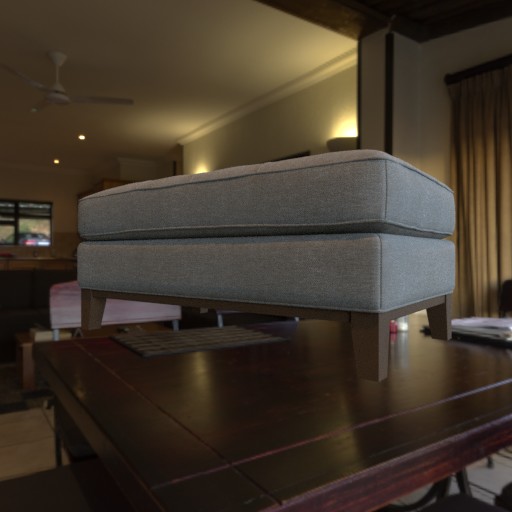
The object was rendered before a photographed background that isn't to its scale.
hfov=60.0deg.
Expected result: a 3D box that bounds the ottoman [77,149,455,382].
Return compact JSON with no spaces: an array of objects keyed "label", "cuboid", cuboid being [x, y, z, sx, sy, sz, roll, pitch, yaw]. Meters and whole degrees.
[{"label":"ottoman","cuboid":[0.000,0.000,1.473,1.143,0.514,0.648,0,0,37]}]
